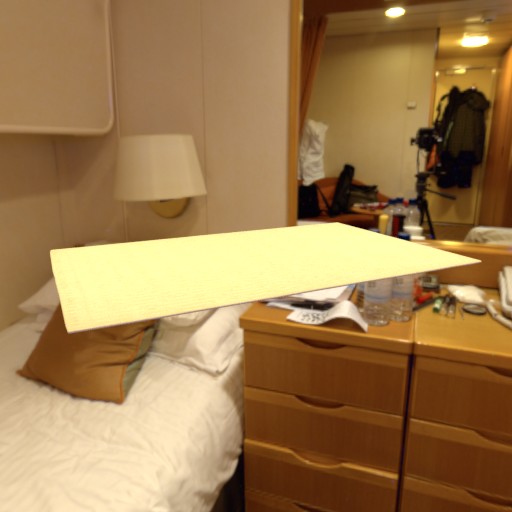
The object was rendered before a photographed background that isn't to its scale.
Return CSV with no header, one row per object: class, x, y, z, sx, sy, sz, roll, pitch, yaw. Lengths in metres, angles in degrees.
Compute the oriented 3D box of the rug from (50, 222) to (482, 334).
rug,0.000,0.000,2.930,2.441,0.014,1.531,-7,16,-25
